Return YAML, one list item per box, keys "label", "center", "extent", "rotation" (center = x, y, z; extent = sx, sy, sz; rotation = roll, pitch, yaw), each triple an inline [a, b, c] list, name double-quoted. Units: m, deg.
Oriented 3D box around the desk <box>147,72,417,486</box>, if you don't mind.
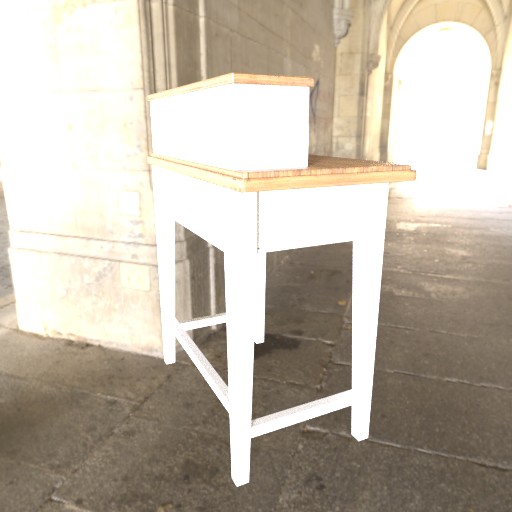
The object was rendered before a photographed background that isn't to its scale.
- label: "desk"
  center: [0.000, 0.000, 1.395]
  extent: [0.462, 0.981, 0.814]
  rotation: [-8, 18, -25]
